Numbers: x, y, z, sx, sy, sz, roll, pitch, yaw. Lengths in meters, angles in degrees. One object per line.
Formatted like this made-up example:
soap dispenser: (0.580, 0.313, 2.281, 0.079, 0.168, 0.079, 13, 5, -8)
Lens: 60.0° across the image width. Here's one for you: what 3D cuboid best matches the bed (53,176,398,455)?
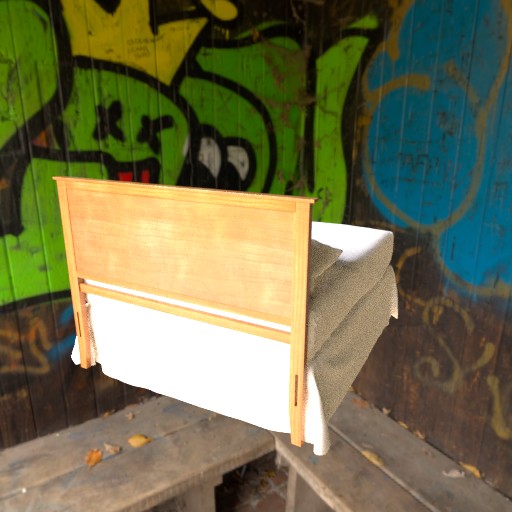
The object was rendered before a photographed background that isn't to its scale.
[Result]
bed: (0.000, 0.000, 3.262, 1.870, 1.273, 2.035, 9, 19, 27)
